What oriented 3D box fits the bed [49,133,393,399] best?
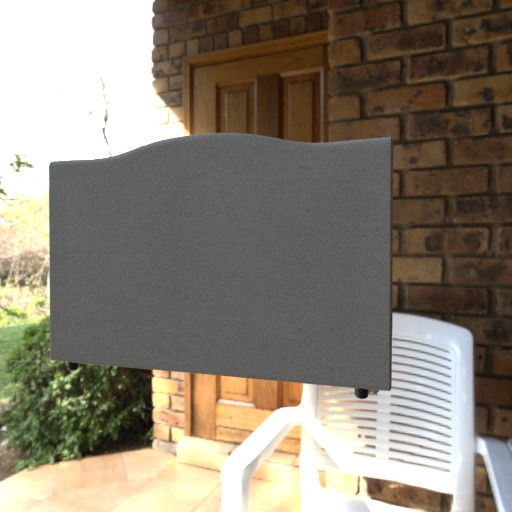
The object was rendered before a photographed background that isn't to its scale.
[{"bbox_3d":[0.000,0.000,3.529,2.083,1.421,2.182,0,1,17],"label":"bed"}]
